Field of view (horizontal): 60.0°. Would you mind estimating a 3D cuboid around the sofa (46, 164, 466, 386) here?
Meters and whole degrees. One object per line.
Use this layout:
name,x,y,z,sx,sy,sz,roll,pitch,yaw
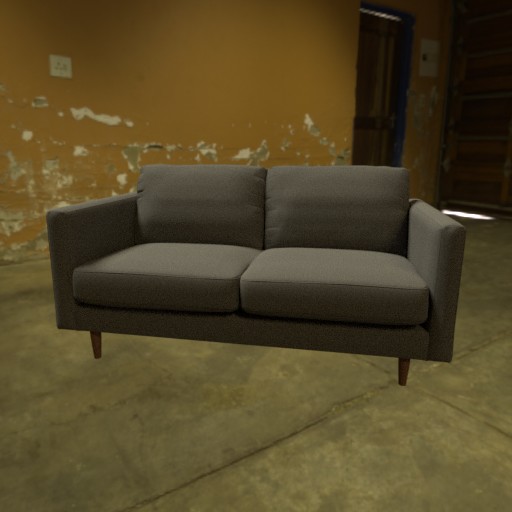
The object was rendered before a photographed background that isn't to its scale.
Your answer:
sofa,0.000,0.000,2.194,1.713,0.866,0.940,2,14,10
